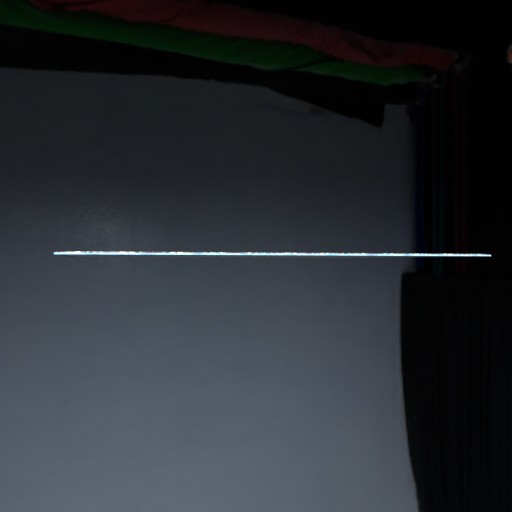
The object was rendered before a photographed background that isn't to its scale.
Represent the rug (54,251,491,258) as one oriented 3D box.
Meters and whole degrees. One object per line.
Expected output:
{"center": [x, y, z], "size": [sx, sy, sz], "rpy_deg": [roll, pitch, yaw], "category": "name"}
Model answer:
{"center": [0.000, 0.000, 2.829], "size": [2.207, 0.014, 1.567], "rpy_deg": [0, -1, -19], "category": "rug"}
